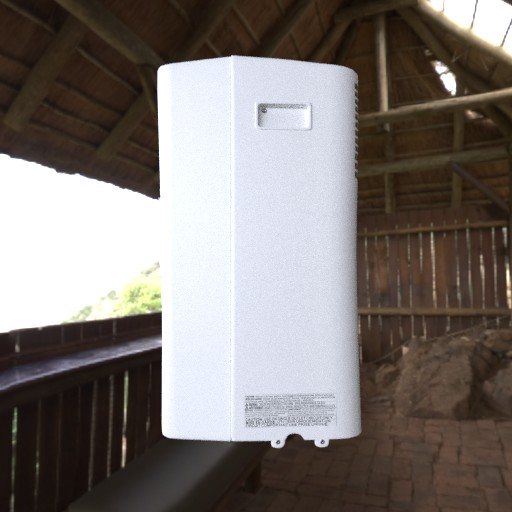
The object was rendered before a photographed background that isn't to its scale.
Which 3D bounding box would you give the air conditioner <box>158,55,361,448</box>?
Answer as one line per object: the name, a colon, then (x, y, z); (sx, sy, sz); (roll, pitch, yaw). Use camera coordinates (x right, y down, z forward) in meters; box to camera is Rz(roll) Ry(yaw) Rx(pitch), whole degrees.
air conditioner: (0.000, 0.000, 0.817); (0.349, 0.606, 0.304); (0, -1, 0)
